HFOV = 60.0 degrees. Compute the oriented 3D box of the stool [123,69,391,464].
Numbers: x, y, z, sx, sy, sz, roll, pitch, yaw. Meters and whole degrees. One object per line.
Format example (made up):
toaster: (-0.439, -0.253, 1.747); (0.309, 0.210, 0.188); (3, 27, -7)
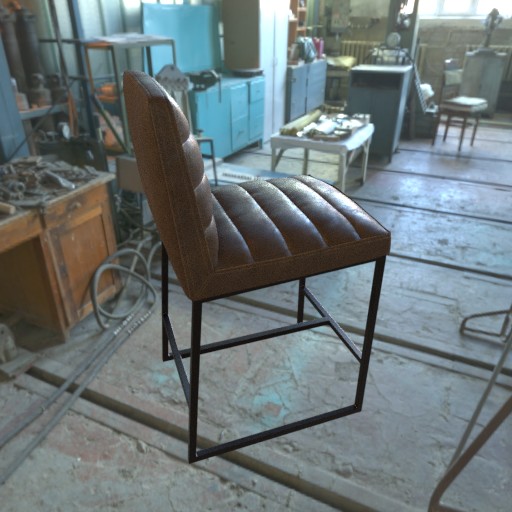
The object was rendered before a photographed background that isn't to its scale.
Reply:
stool: (0.000, 0.000, 1.216); (0.562, 0.942, 0.463); (-10, 30, -17)
